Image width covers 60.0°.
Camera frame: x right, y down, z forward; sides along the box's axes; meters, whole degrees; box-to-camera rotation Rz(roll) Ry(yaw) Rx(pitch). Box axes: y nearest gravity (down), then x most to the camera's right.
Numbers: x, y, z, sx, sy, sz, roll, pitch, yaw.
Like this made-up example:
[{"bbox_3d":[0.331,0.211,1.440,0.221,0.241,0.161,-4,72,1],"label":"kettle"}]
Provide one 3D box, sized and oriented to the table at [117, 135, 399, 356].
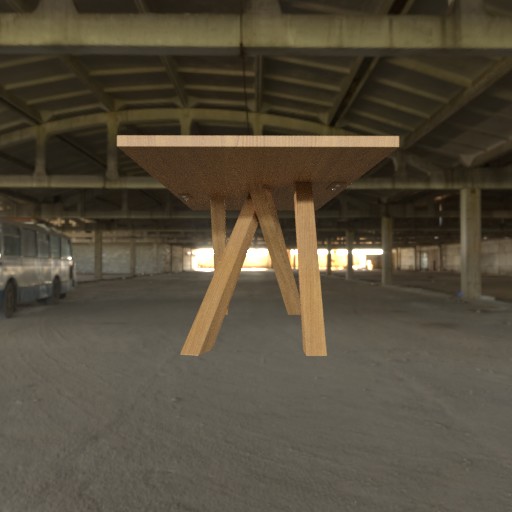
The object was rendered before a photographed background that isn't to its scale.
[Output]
[{"bbox_3d":[0.000,0.000,2.307,0.901,0.750,1.797,0,-1,-1],"label":"table"}]
